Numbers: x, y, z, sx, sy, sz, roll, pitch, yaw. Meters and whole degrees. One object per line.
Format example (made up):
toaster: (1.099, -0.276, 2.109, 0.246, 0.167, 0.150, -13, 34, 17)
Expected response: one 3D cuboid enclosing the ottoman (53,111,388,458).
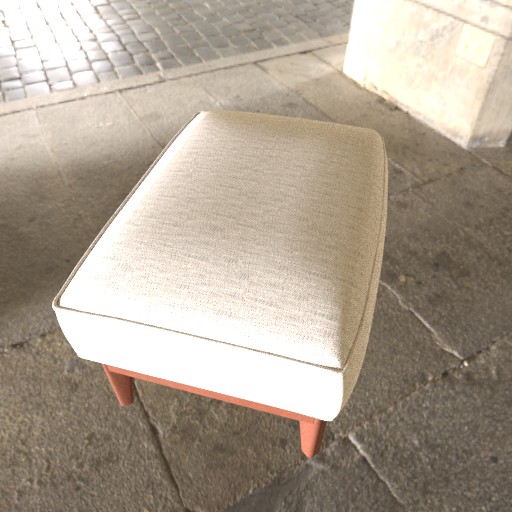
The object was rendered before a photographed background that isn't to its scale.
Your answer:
ottoman: (0.000, 0.000, 1.133, 0.594, 0.465, 0.794, 11, 46, 11)
